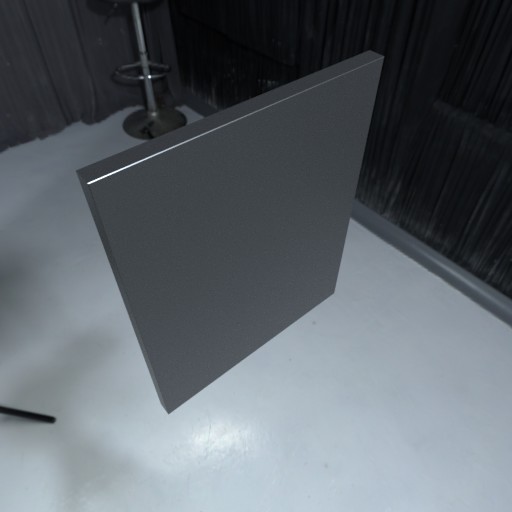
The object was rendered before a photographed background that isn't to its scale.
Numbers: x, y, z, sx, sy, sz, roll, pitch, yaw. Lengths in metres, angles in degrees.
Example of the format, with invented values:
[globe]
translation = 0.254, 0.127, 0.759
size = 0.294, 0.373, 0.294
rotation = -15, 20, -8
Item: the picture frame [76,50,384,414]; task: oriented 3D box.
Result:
[picture frame]
translation = 0.000, 0.000, 0.754
size = 0.460, 0.556, 0.028
rotation = -31, 55, -26
